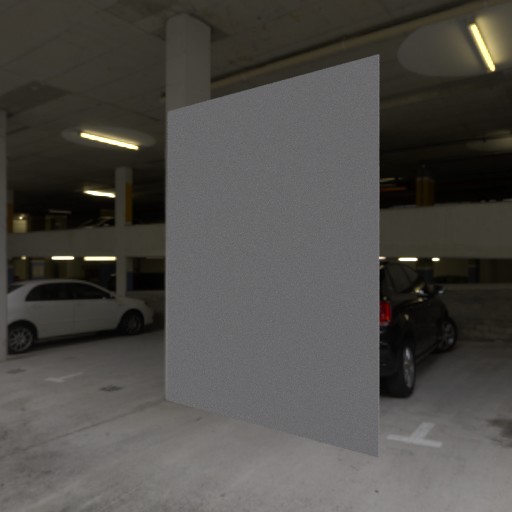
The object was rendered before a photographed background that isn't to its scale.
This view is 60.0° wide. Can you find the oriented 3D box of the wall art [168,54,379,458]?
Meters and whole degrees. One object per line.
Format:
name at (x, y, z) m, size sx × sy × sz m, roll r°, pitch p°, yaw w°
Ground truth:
wall art at (0.000, 0.000, 0.803) m, size 0.457 × 0.609 × 0.003 m, roll 0°, pitch 0°, yaw 36°
